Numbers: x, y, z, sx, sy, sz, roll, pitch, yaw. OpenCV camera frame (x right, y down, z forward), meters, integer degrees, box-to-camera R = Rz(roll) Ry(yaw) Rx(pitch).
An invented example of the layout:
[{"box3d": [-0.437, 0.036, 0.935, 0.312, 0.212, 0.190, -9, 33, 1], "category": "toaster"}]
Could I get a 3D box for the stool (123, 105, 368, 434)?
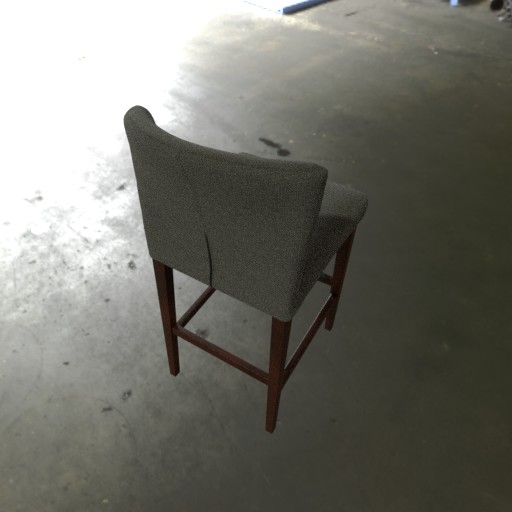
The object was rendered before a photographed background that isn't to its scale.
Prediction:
[{"box3d": [0.000, 0.000, 1.359, 0.486, 1.069, 0.568, 23, 51, 21], "category": "stool"}]
